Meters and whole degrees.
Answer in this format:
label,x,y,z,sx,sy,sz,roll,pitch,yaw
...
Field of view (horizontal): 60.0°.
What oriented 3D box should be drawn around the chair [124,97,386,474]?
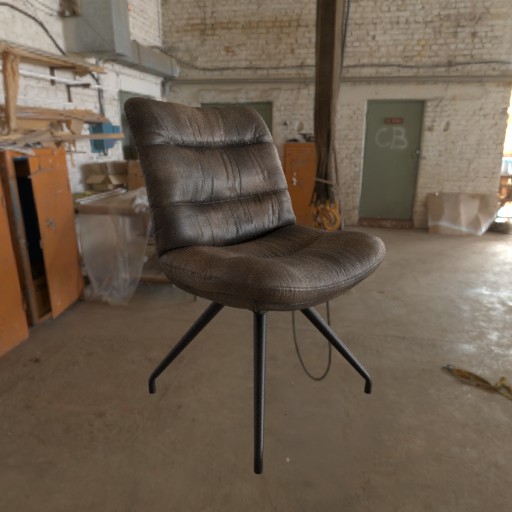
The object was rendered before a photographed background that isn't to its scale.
label,x,y,z,sx,sy,sz,roll,pitch,yaw
chair,0.000,0.000,1.274,0.549,0.870,0.622,-15,21,-42
